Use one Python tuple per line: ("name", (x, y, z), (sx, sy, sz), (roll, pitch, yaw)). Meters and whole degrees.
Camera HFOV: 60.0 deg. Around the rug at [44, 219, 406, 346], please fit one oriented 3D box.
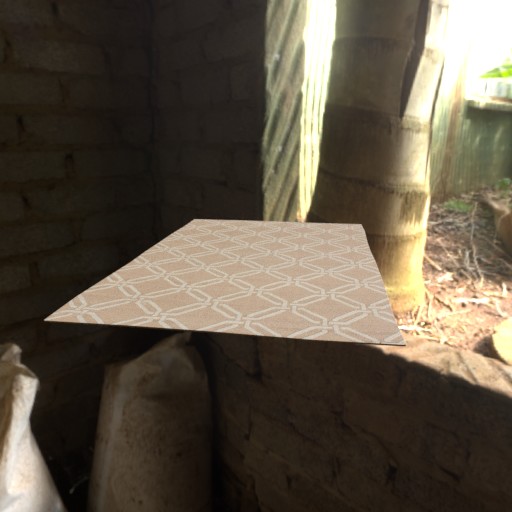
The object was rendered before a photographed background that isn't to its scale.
("rug", (0.000, 0.000, 2.175), (1.146, 0.010, 1.745), (2, 16, 8))
